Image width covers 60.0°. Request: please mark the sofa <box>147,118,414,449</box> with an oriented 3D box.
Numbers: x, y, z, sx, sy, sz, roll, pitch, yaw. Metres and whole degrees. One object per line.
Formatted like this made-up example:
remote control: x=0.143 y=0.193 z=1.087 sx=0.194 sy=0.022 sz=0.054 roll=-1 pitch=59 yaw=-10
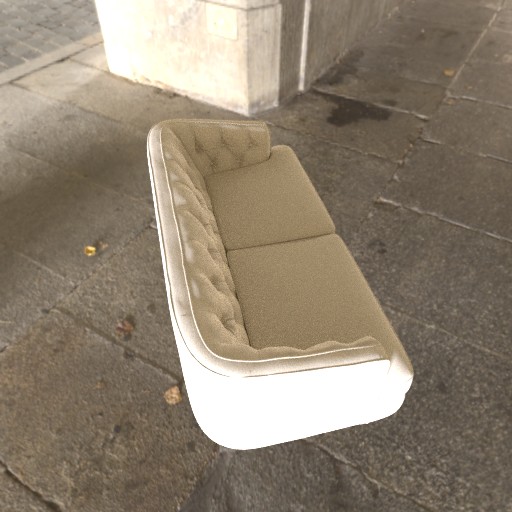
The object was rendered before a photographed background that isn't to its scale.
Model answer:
sofa: x=0.000 y=0.000 z=2.290 sx=0.941 sy=0.855 sz=1.733 roll=-10 pitch=47 yaw=-10
